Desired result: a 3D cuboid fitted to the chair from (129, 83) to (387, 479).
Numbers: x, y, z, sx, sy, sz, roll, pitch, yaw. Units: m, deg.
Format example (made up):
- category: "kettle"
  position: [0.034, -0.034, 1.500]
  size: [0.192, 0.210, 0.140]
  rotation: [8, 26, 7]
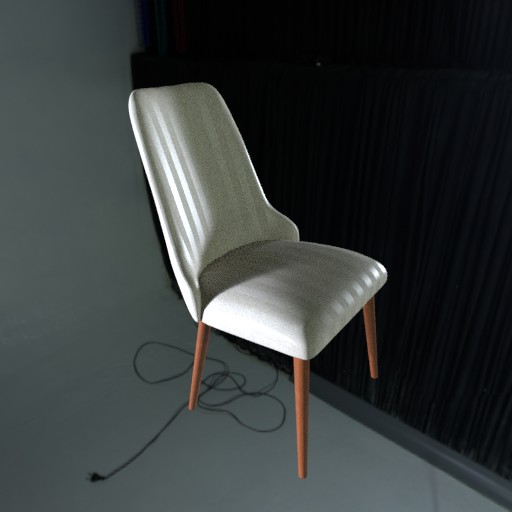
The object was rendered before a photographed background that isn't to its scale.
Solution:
- category: "chair"
  position: [0.000, 0.000, 1.323]
  size: [0.684, 0.917, 0.526]
  rotation: [18, 32, 32]
